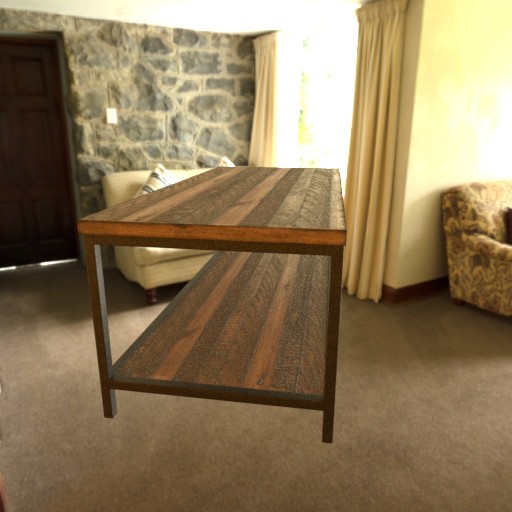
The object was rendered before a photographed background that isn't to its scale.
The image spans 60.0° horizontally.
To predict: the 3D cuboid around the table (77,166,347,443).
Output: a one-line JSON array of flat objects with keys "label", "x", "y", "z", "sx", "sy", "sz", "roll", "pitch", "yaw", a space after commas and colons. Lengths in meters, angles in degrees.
[{"label": "table", "x": 0.000, "y": 0.000, "z": 1.243, "sx": 0.452, "sy": 0.399, "sz": 0.990, "roll": 3, "pitch": 17, "yaw": 9}]
